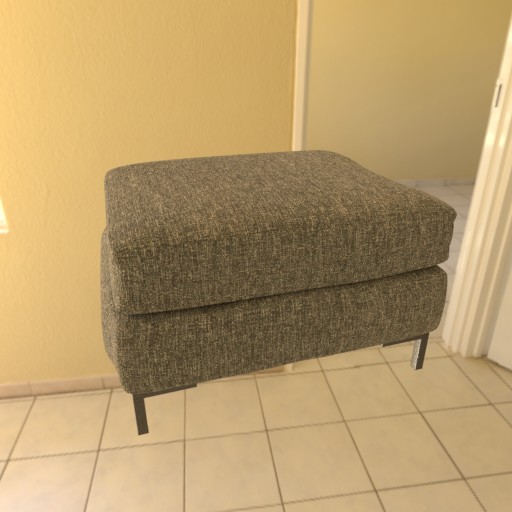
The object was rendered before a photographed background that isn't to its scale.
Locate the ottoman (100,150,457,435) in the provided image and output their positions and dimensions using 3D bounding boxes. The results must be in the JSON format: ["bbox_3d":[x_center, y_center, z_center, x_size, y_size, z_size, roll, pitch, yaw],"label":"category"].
[{"bbox_3d":[0.000,0.000,1.230,0.828,0.480,0.683,-8,26,-16],"label":"ottoman"}]
